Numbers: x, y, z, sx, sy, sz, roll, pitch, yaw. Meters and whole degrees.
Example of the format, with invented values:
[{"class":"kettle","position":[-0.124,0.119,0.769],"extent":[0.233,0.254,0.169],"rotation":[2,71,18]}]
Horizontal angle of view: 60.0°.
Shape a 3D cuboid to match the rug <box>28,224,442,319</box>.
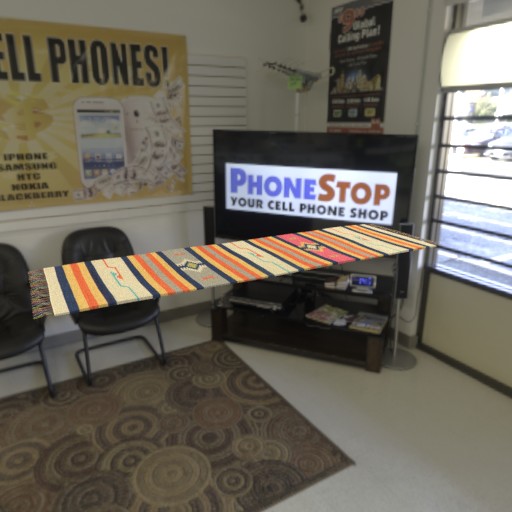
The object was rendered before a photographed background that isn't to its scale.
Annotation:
[{"class":"rug","position":[0.000,0.000,2.673],"extent":[2.455,0.017,0.695],"rotation":[-9,19,-27]}]
